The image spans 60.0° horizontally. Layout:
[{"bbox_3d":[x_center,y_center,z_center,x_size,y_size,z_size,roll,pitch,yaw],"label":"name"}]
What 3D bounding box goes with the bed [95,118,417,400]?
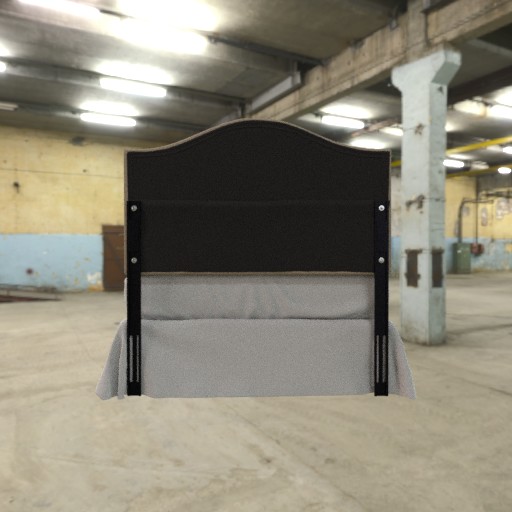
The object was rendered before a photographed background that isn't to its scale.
[{"bbox_3d":[0.000,0.000,3.629,1.876,1.645,2.221,0,0,0],"label":"bed"}]
